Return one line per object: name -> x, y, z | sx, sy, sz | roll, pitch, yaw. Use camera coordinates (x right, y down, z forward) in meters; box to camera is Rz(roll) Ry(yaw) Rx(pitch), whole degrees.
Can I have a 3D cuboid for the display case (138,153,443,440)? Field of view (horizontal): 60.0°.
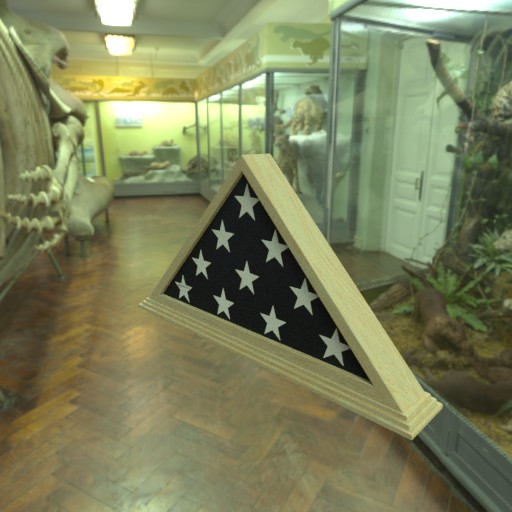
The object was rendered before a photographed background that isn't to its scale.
display case -> 0.000, 0.000, 0.761 | 0.640, 0.340, 0.095 | 15, 21, 42
